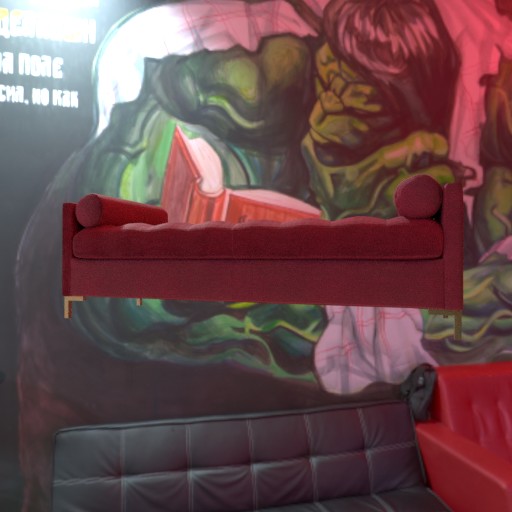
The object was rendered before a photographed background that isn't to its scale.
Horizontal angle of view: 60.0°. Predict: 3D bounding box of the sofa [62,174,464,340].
[{"bbox_3d":[0.000,0.000,2.525,2.102,0.705,0.796,0,0,19],"label":"sofa"}]
